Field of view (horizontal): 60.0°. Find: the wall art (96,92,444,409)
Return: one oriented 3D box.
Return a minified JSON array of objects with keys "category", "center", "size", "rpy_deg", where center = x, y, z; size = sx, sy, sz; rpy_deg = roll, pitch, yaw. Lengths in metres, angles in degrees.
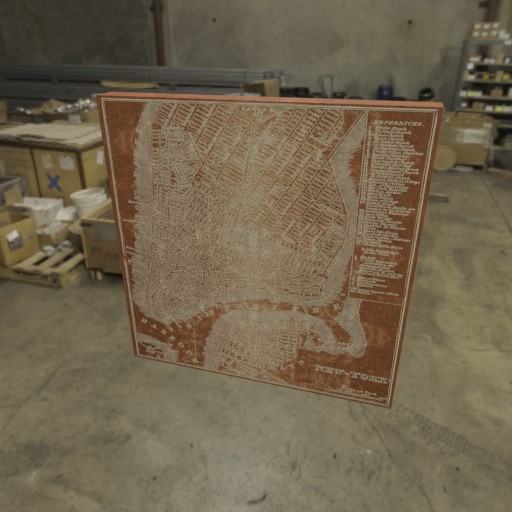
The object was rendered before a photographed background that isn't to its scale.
[{"category":"wall art","center":[0.000,0.000,0.597],"size":[0.403,0.403,0.035],"rpy_deg":[7,27,15]}]
